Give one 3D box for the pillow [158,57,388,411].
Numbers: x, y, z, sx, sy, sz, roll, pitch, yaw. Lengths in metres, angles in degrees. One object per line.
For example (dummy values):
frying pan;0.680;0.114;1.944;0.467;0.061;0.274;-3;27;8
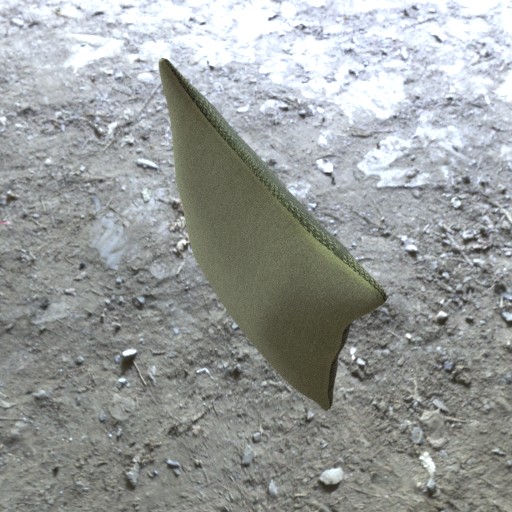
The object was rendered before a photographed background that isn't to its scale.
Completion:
pillow;0.000;0.000;0.675;0.138;0.432;0.435;-30;63;-17
